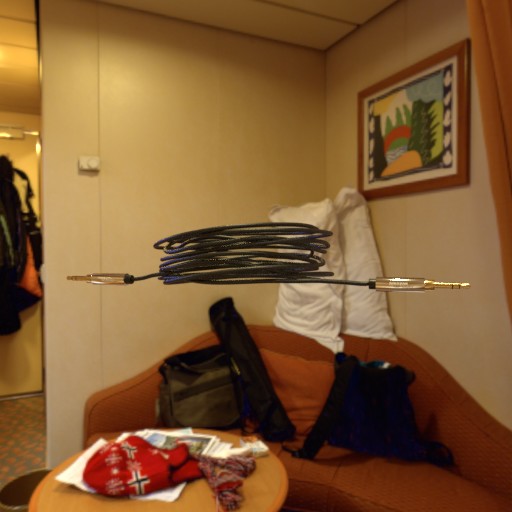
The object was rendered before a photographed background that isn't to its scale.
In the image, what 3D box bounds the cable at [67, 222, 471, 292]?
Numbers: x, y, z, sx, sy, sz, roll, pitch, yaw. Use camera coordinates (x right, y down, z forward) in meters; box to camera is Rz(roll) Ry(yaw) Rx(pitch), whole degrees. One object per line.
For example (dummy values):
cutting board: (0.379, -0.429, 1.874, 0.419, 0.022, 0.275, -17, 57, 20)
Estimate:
cable: (0.000, 0.000, 0.502, 0.432, 0.069, 0.198, 0, 1, 18)
